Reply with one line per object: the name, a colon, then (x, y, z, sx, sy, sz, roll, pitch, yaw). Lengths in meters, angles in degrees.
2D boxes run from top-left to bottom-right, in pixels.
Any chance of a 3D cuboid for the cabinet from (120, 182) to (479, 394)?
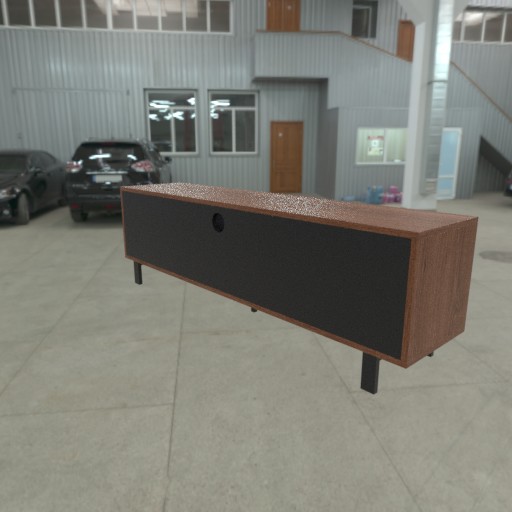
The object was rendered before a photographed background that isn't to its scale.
cabinet: (0.000, 0.000, 1.897, 0.400, 0.500, 1.650, -13, 19, -41)
